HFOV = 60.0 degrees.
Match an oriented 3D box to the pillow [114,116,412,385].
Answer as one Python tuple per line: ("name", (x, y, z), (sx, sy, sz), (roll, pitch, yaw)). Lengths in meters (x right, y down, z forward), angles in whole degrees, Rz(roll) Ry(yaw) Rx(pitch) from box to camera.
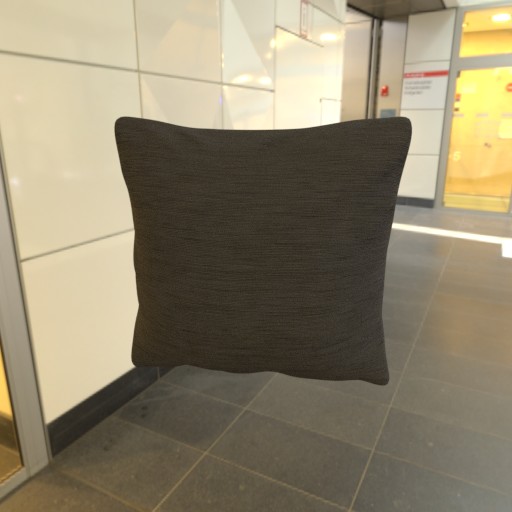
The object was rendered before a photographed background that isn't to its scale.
("pillow", (0.000, 0.000, 0.687), (0.432, 0.414, 0.246), (2, 17, 8))
